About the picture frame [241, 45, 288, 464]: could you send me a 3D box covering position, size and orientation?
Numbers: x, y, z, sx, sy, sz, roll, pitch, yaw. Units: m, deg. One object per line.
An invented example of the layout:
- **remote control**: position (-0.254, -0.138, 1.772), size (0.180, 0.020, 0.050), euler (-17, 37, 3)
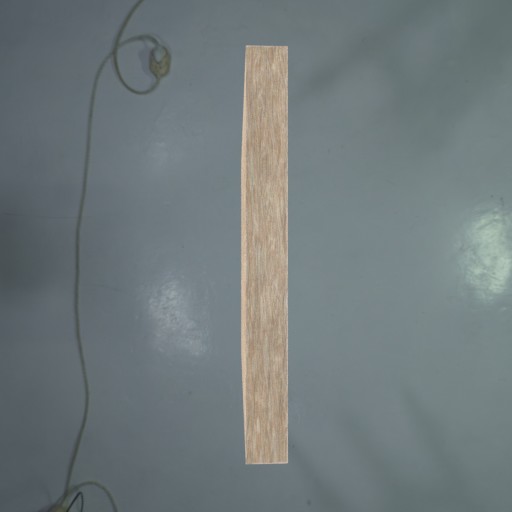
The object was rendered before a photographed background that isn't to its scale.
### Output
- **picture frame**: position (0.000, 0.000, 0.713), size (0.043, 0.526, 0.424), euler (0, 90, -2)
